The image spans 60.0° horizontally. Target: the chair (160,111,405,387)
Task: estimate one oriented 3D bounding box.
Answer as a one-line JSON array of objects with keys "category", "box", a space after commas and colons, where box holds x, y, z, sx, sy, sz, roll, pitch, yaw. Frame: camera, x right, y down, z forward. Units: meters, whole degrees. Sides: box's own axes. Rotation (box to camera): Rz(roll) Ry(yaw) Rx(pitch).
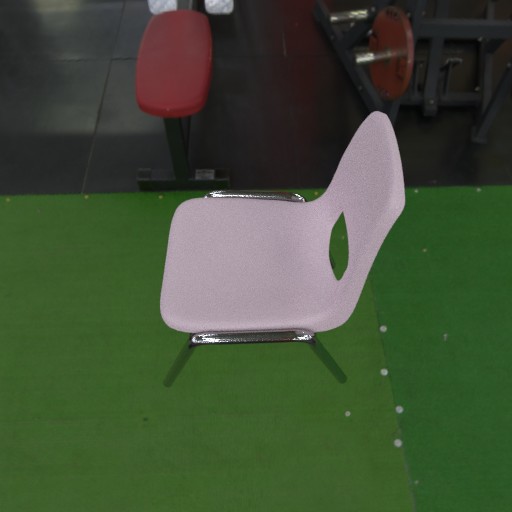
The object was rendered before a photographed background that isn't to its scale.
[{"category": "chair", "box": [0.000, 0.000, 0.868, 0.423, 0.586, 0.354, 1, 58, 0]}]
